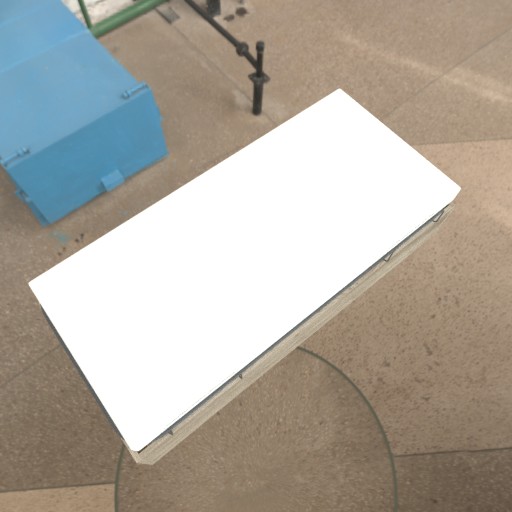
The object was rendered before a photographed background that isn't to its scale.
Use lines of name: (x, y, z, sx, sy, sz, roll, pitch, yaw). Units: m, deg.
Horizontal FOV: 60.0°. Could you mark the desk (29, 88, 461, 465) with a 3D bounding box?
desk: (0.000, 0.000, 2.208, 1.900, 0.455, 0.900, -36, 69, -16)
